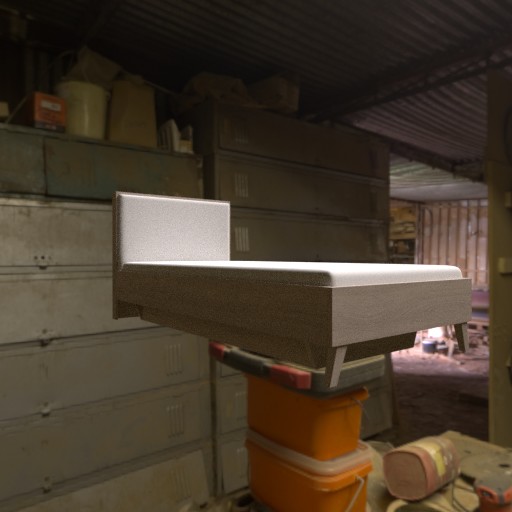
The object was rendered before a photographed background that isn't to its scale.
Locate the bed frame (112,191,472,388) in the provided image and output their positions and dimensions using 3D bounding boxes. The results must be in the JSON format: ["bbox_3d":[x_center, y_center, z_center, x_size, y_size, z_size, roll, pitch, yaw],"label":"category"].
[{"bbox_3d":[0.000,0.000,2.691,0.990,0.920,2.140,0,0,-38],"label":"bed frame"}]
